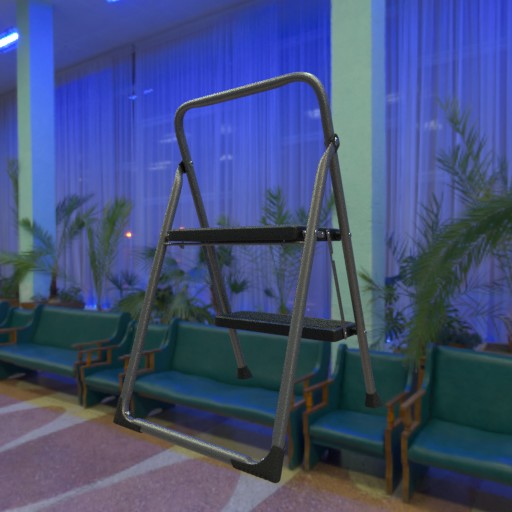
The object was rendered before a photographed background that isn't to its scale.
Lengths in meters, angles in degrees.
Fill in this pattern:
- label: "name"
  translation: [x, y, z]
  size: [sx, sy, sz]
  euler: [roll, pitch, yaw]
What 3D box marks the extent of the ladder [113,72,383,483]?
- label: "ladder"
  translation: [0.000, 0.000, 1.006]
  size: [0.430, 0.720, 0.472]
  euler: [1, 1, 36]
